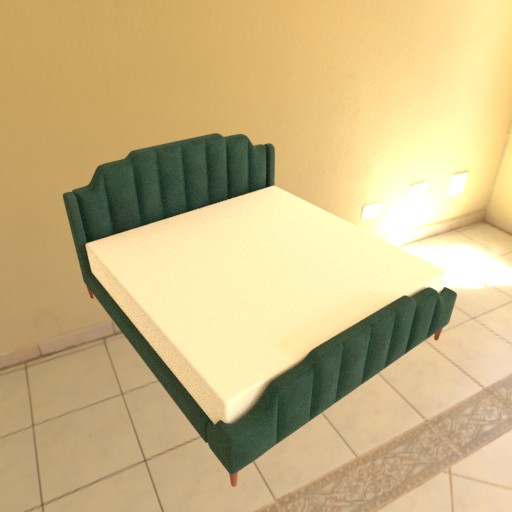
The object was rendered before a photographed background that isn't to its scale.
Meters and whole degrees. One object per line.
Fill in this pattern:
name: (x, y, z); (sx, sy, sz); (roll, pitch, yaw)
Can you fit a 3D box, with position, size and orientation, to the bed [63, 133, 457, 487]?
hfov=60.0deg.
bed: (0.000, 0.000, 3.447); (2.074, 1.245, 2.340); (-22, 38, -31)
